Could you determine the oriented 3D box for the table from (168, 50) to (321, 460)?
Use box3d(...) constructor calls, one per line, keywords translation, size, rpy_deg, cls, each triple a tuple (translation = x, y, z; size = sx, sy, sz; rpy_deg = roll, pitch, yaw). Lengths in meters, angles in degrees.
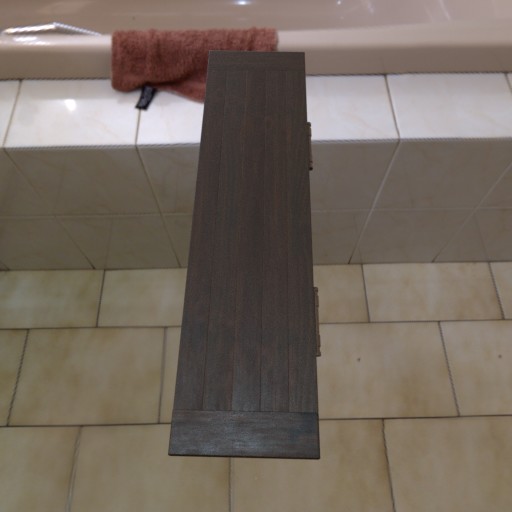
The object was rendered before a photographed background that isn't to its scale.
box3d(translation=(0.000, 0.000, 1.893), size=(0.442, 0.762, 1.599), rpy_deg=(1, 63, 1), cls="table")
